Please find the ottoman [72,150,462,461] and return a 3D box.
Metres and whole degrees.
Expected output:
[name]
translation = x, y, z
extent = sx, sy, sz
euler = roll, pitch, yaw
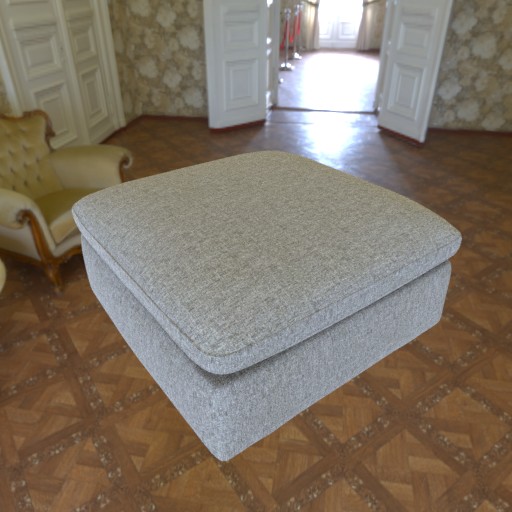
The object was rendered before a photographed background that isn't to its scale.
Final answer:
[ottoman]
translation = 0.000, 0.000, 1.642
extent = 1.035, 0.526, 1.039
euler = -21, 37, -31
